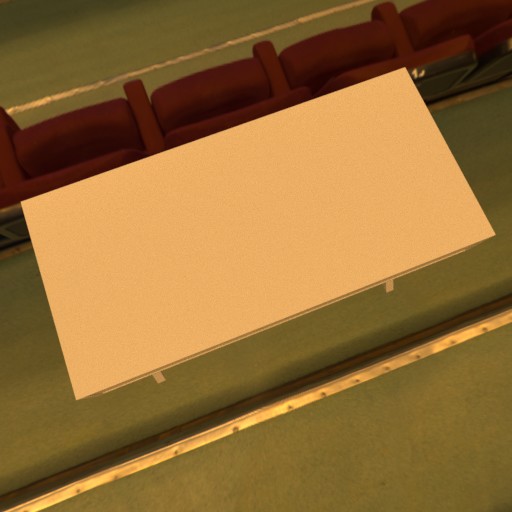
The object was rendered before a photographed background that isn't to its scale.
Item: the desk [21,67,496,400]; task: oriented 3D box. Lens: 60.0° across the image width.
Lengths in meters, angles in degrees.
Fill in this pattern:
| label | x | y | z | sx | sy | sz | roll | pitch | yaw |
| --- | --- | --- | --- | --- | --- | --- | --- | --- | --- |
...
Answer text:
| label | x | y | z | sx | sy | sz | roll | pitch | yaw |
| --- | --- | --- | --- | --- | --- | --- | --- | --- | --- |
| desk | 0.000 | 0.000 | 1.468 | 1.059 | 0.780 | 0.509 | -21 | 77 | -5 |
